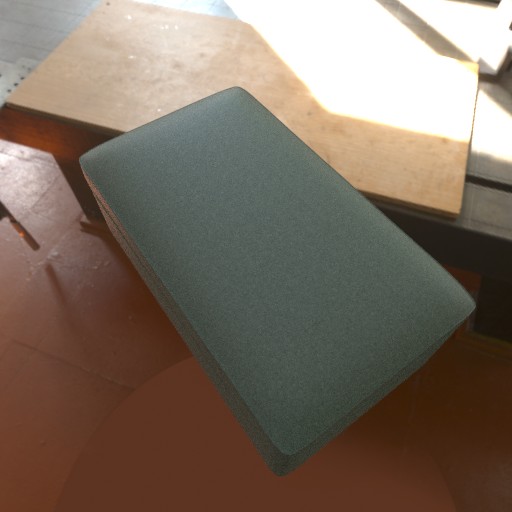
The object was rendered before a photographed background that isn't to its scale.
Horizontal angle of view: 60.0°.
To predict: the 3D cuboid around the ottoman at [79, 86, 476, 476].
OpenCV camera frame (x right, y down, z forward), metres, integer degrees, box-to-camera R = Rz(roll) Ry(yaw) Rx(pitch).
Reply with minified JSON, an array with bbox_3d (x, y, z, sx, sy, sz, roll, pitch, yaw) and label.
[{"bbox_3d":[0.000,0.000,1.509,0.681,0.494,1.173,-31,62,-19],"label":"ottoman"}]
